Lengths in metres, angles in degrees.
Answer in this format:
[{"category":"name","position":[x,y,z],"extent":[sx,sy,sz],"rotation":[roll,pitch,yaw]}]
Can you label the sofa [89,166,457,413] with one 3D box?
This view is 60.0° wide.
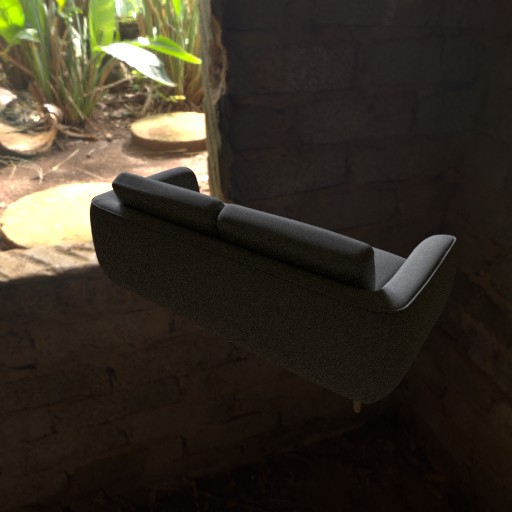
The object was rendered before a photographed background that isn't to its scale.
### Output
[{"category":"sofa","position":[0.000,0.000,2.544],"extent":[2.000,0.870,0.920],"rotation":[20,35,30]}]
